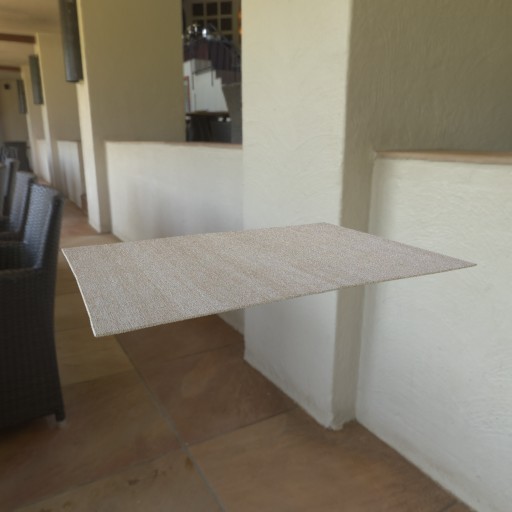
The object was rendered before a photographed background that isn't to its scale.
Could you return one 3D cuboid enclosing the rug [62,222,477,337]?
[{"bbox_3d":[0.000,0.000,3.711,2.869,0.038,2.032,-7,17,-26],"label":"rug"}]
